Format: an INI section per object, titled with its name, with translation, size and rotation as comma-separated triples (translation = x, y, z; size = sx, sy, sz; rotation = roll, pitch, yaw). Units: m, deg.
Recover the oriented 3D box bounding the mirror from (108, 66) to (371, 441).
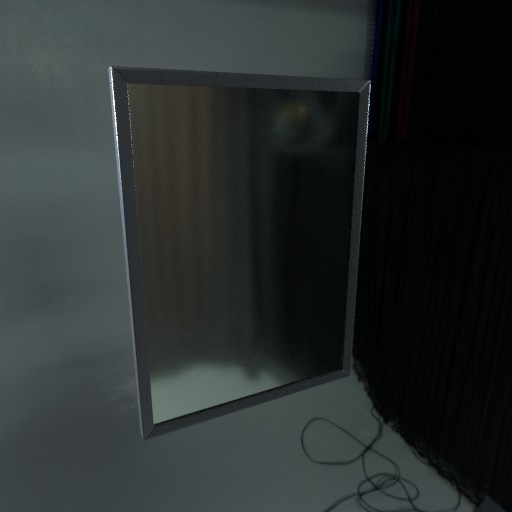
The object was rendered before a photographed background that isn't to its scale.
[mirror]
translation = 0.000, 0.000, 1.337
size = 0.762, 1.016, 0.040
rotation = -8, 19, -26
